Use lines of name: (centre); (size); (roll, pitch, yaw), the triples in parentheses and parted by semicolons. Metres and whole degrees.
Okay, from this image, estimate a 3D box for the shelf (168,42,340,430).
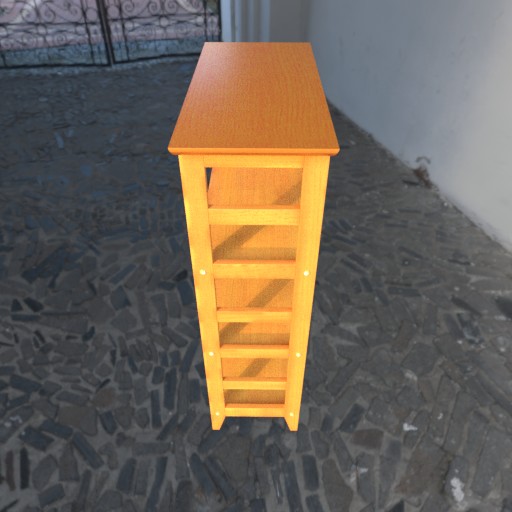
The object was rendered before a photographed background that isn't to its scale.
shelf: (0.000, 0.000, 1.383); (0.305, 1.067, 0.660); (0, 41, 1)
